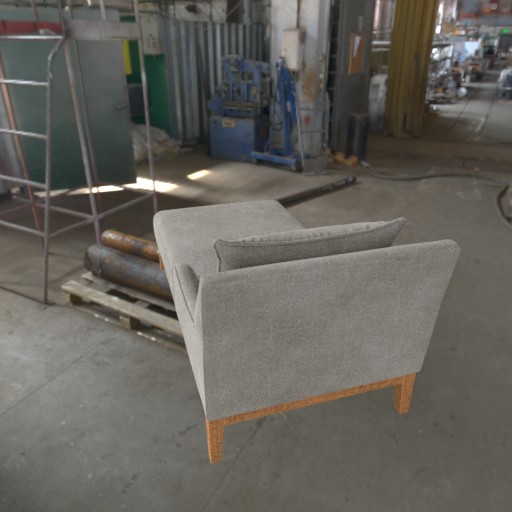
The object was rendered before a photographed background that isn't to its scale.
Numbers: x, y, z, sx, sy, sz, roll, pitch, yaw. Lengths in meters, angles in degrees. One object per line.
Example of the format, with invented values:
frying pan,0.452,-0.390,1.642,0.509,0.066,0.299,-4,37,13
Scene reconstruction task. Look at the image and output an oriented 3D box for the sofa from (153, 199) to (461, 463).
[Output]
sofa,0.000,0.000,2.276,0.894,0.859,1.779,-8,27,-16
